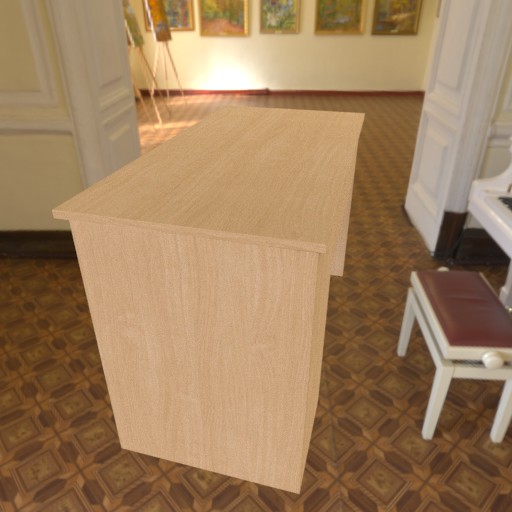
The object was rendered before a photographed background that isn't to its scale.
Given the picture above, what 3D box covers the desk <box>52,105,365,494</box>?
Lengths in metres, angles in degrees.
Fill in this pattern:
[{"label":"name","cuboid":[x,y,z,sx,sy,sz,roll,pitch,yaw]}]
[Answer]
[{"label":"desk","cuboid":[0.000,0.000,1.478,0.560,0.735,1.097,8,31,13]}]
